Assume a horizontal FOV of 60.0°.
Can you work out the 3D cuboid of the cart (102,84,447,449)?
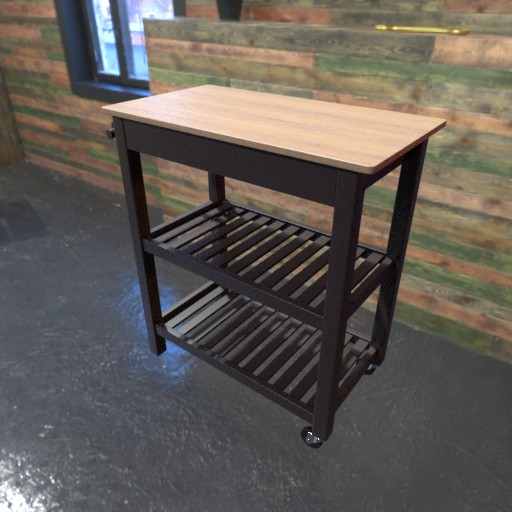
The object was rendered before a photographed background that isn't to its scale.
[{"bbox_3d":[0.000,0.000,1.458,0.899,0.927,0.457,21,37,31],"label":"cart"}]
